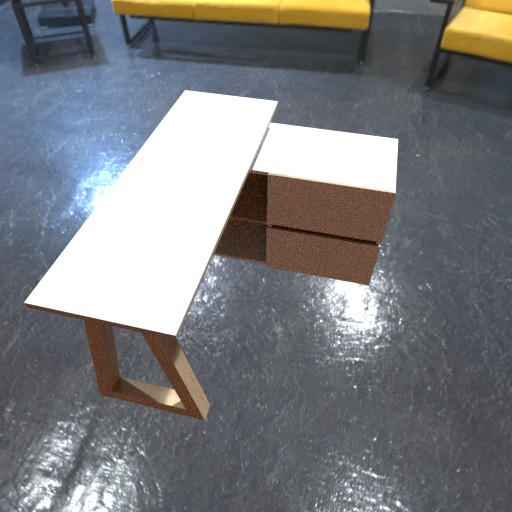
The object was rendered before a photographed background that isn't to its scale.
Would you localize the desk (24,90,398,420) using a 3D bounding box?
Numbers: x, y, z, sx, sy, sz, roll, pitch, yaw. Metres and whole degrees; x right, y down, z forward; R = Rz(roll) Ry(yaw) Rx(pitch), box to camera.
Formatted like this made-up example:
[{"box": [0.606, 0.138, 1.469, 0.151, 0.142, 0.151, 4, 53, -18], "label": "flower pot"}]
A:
[{"box": [0.000, 0.000, 1.991, 1.098, 0.755, 1.404, 10, 48, 9], "label": "desk"}]
